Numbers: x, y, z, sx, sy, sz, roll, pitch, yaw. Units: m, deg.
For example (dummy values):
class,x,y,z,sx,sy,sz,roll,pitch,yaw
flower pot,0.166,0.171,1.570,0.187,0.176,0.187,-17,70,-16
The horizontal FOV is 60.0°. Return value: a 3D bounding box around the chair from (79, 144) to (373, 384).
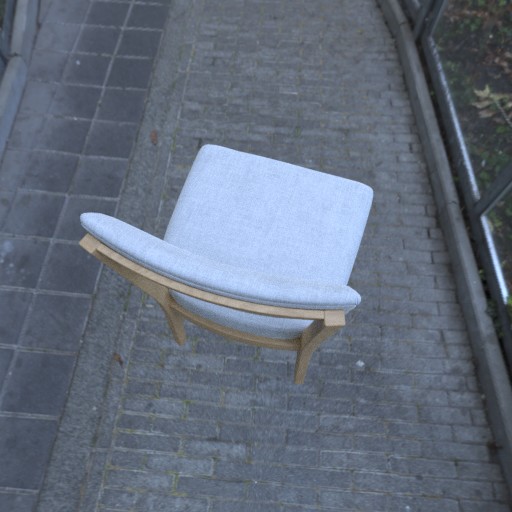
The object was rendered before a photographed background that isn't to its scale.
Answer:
class,x,y,z,sx,sy,sz,roll,pitch,yaw
chair,0.000,0.000,1.167,0.508,0.832,0.572,16,64,8
